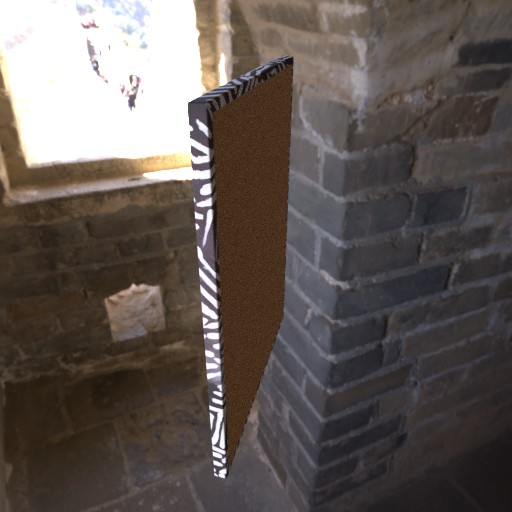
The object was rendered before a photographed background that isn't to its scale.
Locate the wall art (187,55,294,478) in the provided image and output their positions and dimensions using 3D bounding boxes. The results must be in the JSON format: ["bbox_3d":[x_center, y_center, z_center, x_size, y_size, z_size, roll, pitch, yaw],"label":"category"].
[{"bbox_3d":[0.000,0.000,1.316,0.038,1.017,0.765,8,31,13],"label":"wall art"}]
